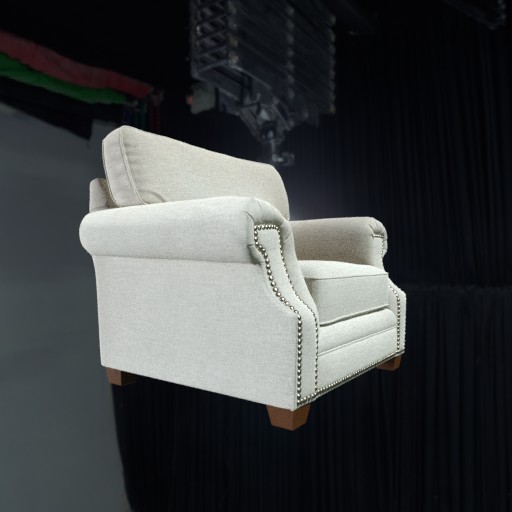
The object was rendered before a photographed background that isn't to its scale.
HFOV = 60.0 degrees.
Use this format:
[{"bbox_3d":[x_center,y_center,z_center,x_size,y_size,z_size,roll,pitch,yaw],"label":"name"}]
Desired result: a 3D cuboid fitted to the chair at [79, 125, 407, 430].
[{"bbox_3d":[0.000,0.000,1.824,0.965,0.961,1.092,0,-1,36],"label":"chair"}]
